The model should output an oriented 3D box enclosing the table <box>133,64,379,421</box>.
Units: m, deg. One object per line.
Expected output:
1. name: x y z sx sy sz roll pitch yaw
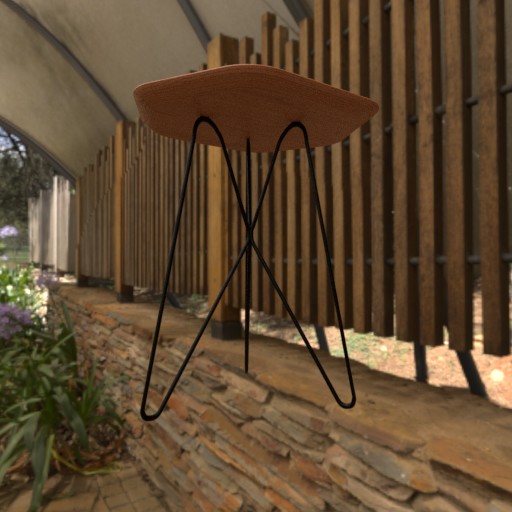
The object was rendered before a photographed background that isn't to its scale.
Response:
1. table: 0.000 0.000 0.886 0.500 0.562 0.400 0 -1 -37
